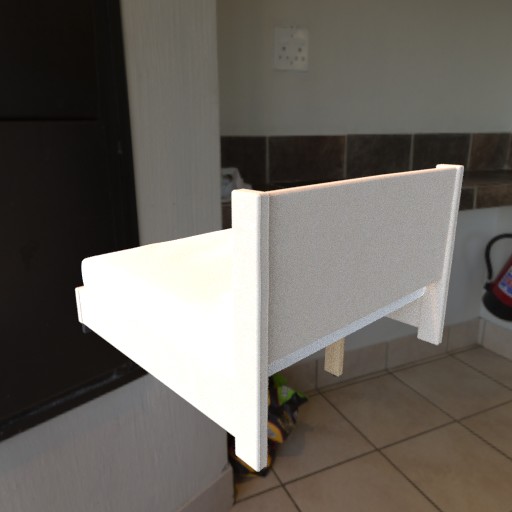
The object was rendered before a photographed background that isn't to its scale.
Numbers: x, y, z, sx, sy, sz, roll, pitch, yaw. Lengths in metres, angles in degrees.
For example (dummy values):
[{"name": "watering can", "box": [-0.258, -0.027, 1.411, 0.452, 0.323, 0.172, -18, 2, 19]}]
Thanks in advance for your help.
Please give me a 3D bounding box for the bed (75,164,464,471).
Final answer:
[{"name": "bed", "box": [0.000, 0.000, 3.623, 2.145, 1.471, 2.293, -15, 22, -41]}]
